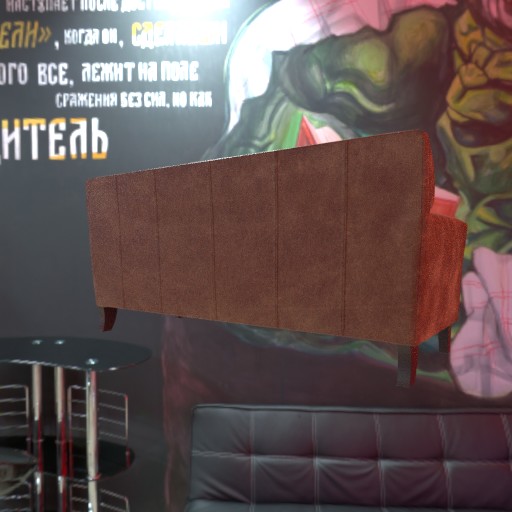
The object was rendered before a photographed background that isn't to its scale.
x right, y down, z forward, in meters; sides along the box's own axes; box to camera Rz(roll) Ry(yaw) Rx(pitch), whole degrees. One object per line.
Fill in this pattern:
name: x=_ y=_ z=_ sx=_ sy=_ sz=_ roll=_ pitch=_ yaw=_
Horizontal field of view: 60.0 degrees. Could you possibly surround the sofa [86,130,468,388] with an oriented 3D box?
sofa: x=0.000 y=0.000 z=2.484 sx=2.053 sy=0.947 sz=0.805 roll=1 pitch=1 yaw=36
